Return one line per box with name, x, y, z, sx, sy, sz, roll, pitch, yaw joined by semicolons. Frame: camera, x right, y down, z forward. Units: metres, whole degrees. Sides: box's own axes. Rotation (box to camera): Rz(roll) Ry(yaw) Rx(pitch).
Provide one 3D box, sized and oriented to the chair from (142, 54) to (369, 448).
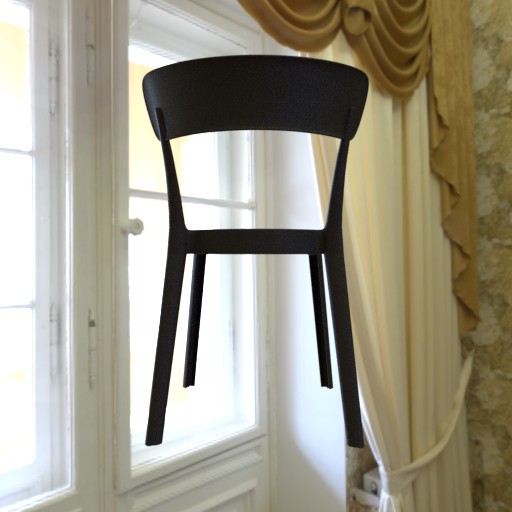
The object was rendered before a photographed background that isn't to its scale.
chair;0.000;0.000;1.104;0.506;0.790;0.491;0;0;1
